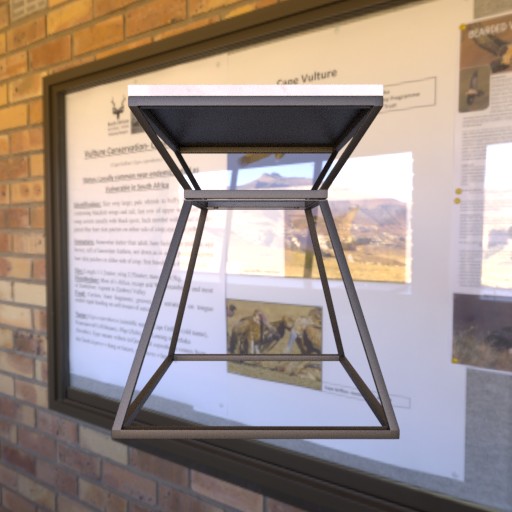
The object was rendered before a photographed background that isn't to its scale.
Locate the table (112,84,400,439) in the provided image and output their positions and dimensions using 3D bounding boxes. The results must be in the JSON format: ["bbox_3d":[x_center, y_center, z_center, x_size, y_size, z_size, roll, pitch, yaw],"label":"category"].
[{"bbox_3d":[0.000,0.000,0.913,0.455,0.559,0.455,0,2,0],"label":"table"}]
